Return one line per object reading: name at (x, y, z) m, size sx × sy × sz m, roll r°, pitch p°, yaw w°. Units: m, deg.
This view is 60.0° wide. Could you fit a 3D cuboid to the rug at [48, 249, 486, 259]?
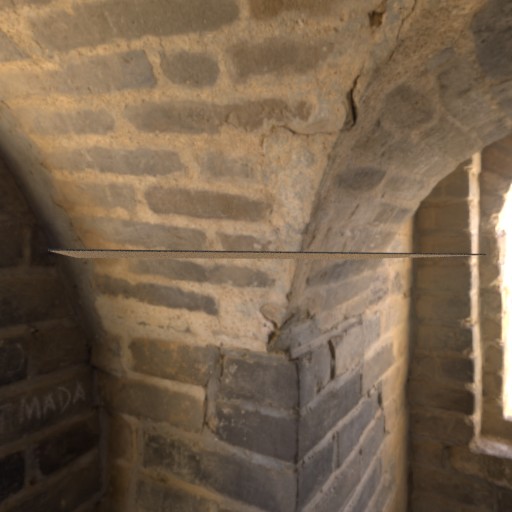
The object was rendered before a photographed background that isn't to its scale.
rug at (0.000, 0.000, 2.219) m, size 1.752 × 0.006 × 1.142 m, roll 0°, pitch -1°, yaw -18°
